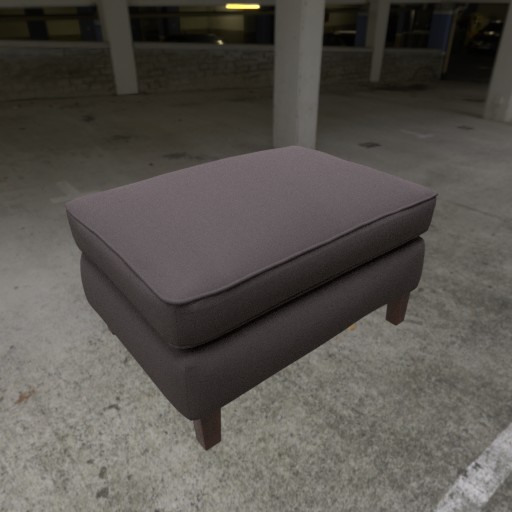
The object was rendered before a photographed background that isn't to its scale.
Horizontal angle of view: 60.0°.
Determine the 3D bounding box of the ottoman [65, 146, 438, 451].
[{"bbox_3d":[0.000,0.000,1.018,0.686,0.406,0.508,-22,37,-33],"label":"ottoman"}]
